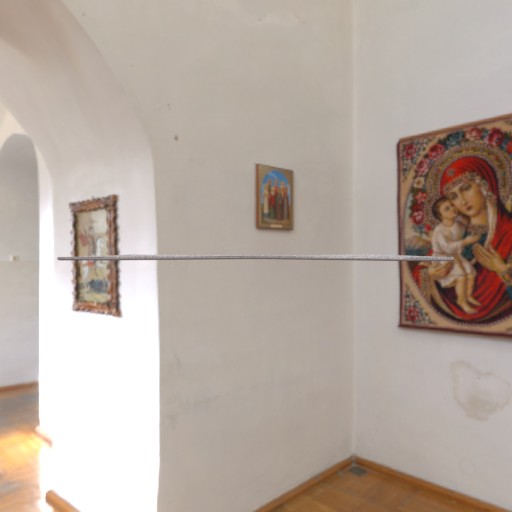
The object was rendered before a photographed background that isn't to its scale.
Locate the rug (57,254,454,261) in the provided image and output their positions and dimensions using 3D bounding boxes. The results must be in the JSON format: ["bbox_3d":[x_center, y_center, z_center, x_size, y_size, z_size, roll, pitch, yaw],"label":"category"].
[{"bbox_3d":[0.000,0.000,2.929,1.604,0.030,2.307,0,0,0],"label":"rug"}]
